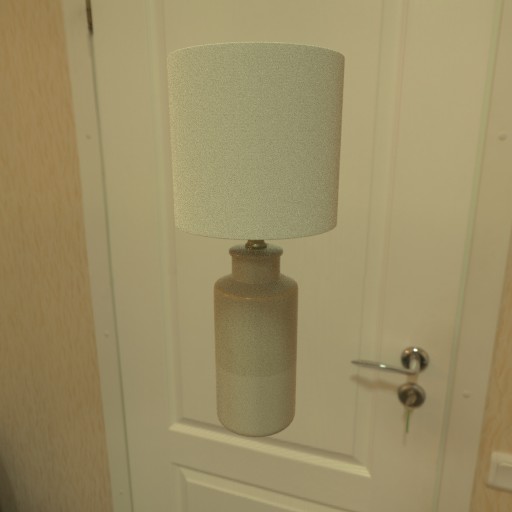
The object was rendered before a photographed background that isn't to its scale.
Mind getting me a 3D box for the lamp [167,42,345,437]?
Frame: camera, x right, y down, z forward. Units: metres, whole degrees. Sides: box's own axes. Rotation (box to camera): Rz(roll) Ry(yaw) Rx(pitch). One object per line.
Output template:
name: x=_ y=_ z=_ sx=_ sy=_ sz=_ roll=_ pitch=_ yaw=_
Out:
lamp: x=0.000 y=0.000 z=0.602 sx=0.212 sy=0.493 sz=0.212 roll=-2 pitch=15 yaw=-9
